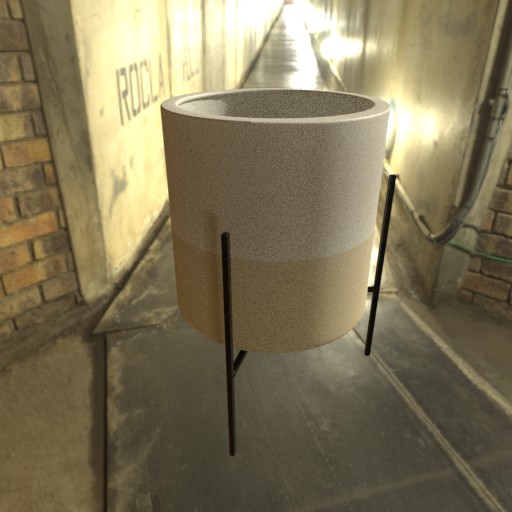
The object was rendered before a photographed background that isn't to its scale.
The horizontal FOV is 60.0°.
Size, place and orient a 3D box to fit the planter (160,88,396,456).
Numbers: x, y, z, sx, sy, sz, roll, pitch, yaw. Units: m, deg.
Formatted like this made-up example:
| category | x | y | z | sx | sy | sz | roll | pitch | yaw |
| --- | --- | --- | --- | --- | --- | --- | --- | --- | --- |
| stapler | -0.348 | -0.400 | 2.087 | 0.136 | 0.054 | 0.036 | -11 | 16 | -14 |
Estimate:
| category | x | y | z | sx | sy | sz | roll | pitch | yaw |
| --- | --- | --- | --- | --- | --- | --- | --- | --- | --- |
| planter | 0.000 | 0.000 | 0.543 | 0.267 | 0.362 | 0.263 | 18 | 32 | 31 |
